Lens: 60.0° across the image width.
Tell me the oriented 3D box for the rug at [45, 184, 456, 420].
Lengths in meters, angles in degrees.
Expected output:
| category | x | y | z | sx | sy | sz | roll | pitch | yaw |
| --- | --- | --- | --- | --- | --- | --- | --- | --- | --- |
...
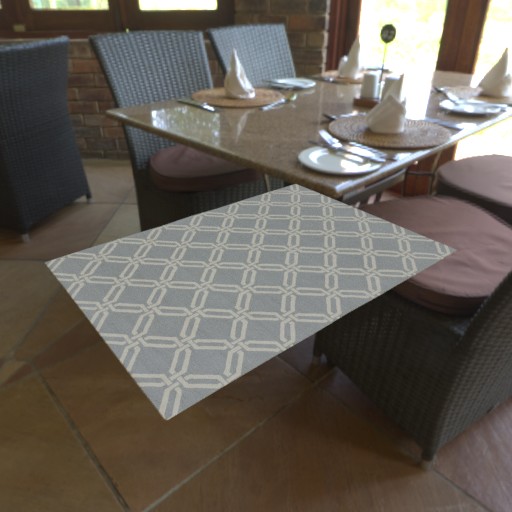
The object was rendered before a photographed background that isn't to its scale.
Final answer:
| category | x | y | z | sx | sy | sz | roll | pitch | yaw |
| --- | --- | --- | --- | --- | --- | --- | --- | --- | --- |
| rug | 0.000 | 0.000 | 2.800 | 2.133 | 0.013 | 1.522 | -22 | 37 | -33 |
